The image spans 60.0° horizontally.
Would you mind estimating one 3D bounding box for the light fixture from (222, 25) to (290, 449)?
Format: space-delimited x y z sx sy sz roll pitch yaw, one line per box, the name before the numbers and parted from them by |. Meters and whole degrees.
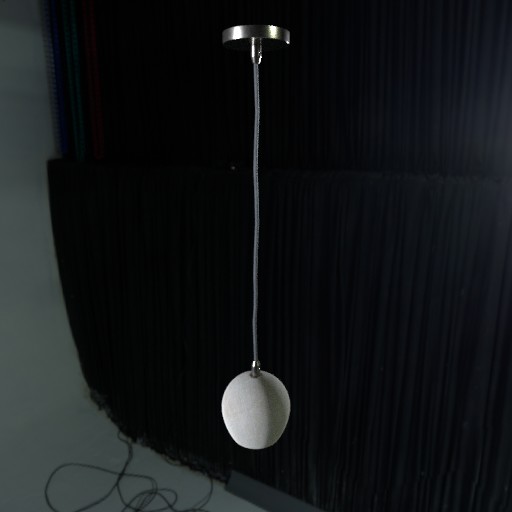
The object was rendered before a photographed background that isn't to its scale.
light fixture | 0.000 0.000 0.830 0.139 0.764 0.139 7 16 25
